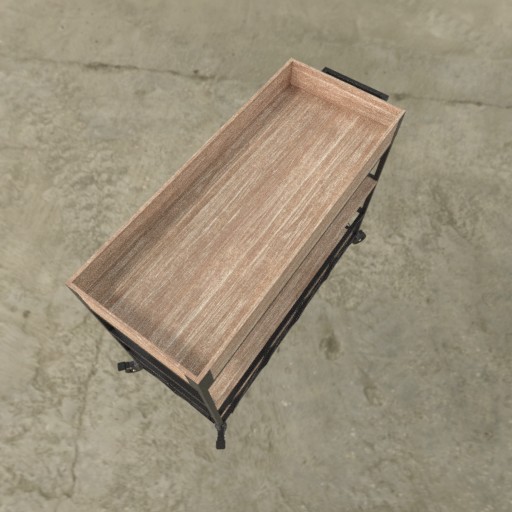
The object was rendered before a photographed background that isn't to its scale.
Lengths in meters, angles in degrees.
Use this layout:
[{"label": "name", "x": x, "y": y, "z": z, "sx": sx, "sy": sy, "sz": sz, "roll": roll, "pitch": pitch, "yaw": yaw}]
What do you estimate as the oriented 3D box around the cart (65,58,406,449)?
[{"label": "cart", "x": 0.000, "y": 0.000, "z": 1.510, "sx": 0.500, "sy": 0.787, "sz": 1.101, "roll": 32, "pitch": 66, "yaw": 16}]
